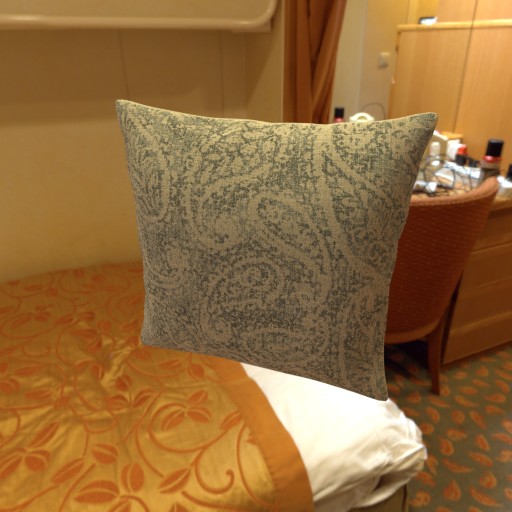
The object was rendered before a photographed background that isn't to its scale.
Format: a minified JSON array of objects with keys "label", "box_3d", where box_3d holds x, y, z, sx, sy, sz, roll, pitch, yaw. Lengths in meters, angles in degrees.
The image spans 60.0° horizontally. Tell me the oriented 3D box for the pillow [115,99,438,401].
[{"label":"pillow","box_3d":[0.000,0.000,0.787,0.523,0.510,0.166,8,27,17]}]
